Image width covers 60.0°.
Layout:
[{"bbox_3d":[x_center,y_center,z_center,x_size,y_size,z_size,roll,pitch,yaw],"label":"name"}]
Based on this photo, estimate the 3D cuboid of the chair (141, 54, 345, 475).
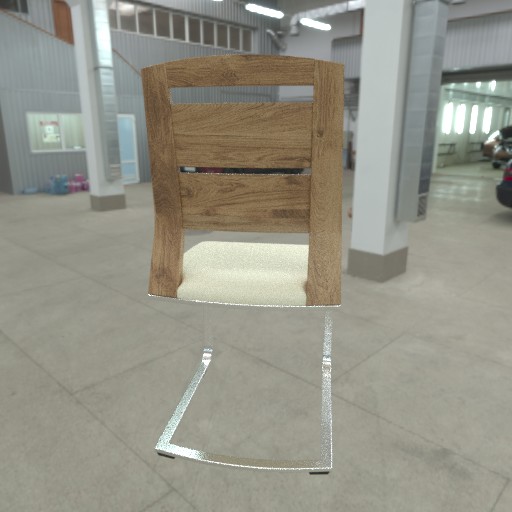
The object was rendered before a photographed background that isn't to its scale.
[{"bbox_3d":[0.000,0.000,1.226,0.457,0.955,0.561,2,16,8],"label":"chair"}]
